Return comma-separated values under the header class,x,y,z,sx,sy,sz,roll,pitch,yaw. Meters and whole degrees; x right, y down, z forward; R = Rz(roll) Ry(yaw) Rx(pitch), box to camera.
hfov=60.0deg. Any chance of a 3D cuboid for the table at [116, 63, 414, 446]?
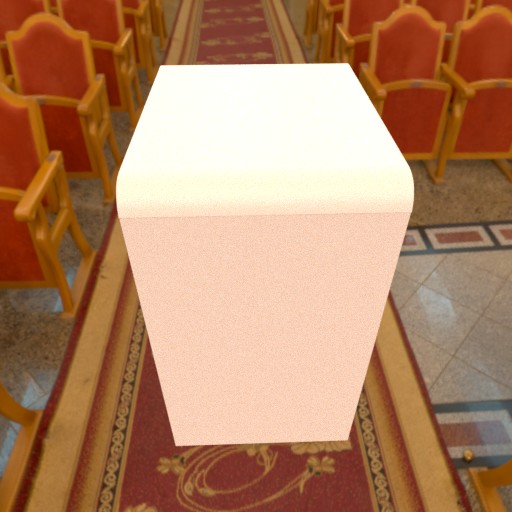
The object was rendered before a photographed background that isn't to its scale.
class,x,y,z,sx,sy,sz,roll,pitch,yaw
table,0.000,0.000,0.853,0.350,0.590,0.450,-1,41,-1
